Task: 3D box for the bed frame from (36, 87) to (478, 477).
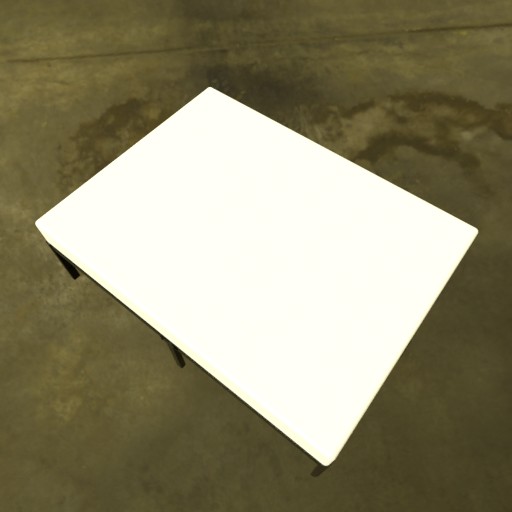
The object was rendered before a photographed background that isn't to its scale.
[{"bbox_3d":[0.000,0.000,2.801,2.072,0.659,1.557,34,64,19],"label":"bed frame"}]
